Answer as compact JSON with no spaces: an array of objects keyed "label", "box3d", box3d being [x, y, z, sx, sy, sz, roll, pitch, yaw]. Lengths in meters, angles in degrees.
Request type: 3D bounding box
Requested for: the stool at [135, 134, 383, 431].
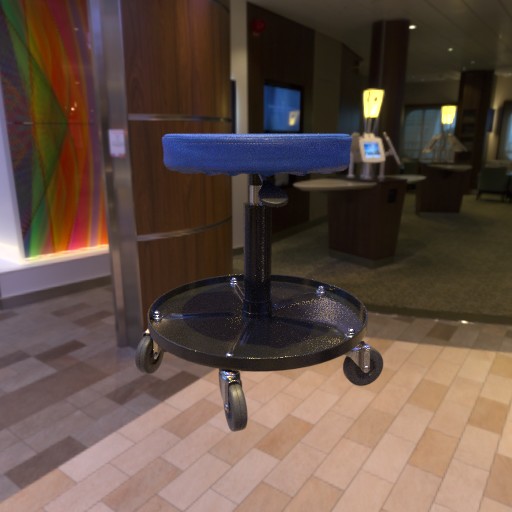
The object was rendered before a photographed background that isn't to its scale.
[{"label":"stool","box3d":[0.000,0.000,0.687,0.381,0.365,0.382,-3,16,-10]}]
